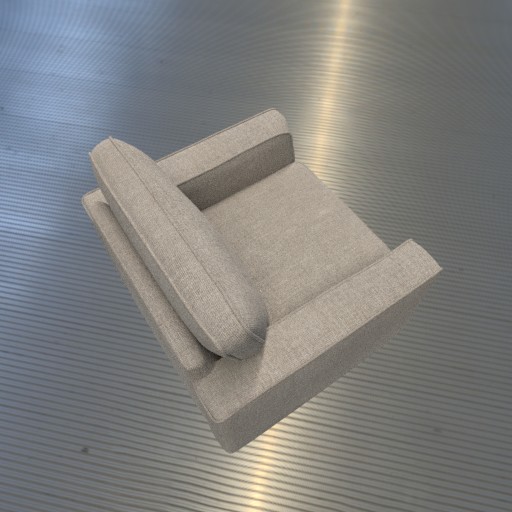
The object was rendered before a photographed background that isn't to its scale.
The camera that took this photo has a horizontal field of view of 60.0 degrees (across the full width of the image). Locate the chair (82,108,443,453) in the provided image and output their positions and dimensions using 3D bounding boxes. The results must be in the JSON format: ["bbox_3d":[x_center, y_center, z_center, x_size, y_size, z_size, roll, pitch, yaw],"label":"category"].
[{"bbox_3d":[0.000,0.000,1.727,0.939,0.965,1.015,-30,63,-17],"label":"chair"}]
